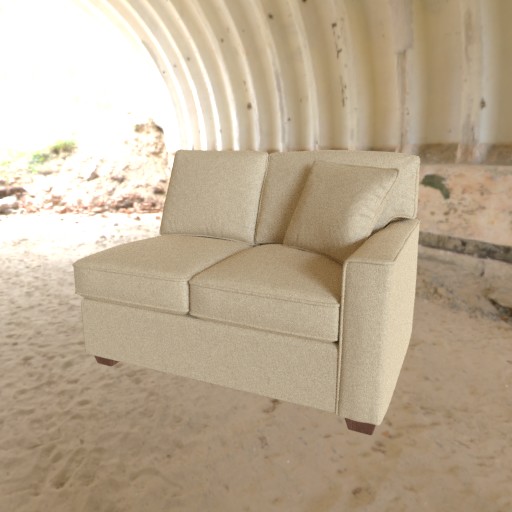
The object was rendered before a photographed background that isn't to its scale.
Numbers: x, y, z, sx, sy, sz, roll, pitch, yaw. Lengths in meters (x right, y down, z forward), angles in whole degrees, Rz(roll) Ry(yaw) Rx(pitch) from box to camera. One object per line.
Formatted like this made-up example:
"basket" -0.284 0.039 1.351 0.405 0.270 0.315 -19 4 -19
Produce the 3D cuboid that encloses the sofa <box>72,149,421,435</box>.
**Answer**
"sofa" 0.000 0.000 2.099 1.388 0.989 0.991 6 14 25
